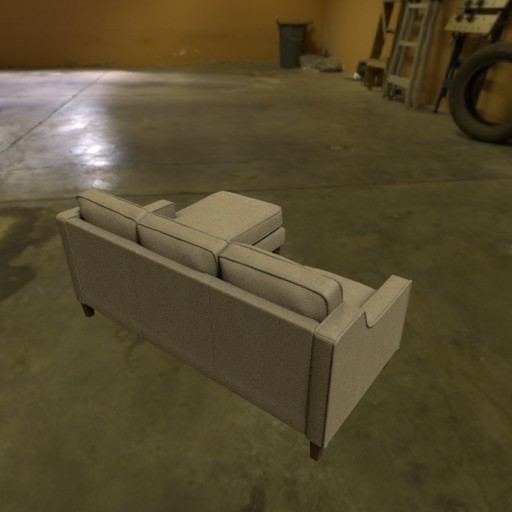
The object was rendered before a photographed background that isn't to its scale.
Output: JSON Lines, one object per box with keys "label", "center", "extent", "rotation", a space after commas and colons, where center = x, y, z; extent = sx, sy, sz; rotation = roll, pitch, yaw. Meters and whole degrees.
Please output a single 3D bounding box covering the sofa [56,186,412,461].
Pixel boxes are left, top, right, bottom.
{"label": "sofa", "center": [0.000, 0.000, 3.395], "extent": [2.317, 1.081, 1.858], "rotation": [20, 35, 32]}
